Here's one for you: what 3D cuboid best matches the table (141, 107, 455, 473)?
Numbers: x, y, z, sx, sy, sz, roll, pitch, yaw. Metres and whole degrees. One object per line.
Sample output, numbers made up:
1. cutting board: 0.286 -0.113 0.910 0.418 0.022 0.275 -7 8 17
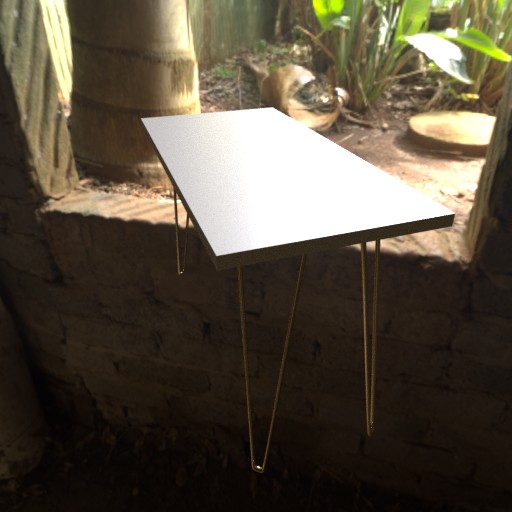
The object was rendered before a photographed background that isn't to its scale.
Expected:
1. table: 0.000 0.000 1.390 0.498 0.660 0.991 -11 33 -17
